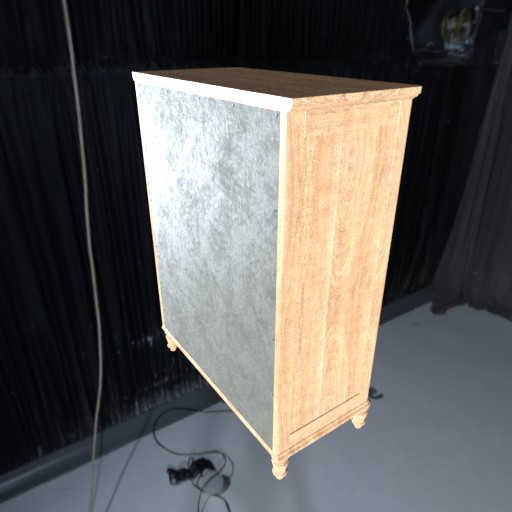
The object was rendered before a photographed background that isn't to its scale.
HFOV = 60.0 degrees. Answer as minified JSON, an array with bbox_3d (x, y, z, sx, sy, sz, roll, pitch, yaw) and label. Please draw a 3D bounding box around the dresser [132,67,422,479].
[{"bbox_3d":[0.000,0.000,1.761,0.484,1.318,0.973,-17,31,-31],"label":"dresser"}]
